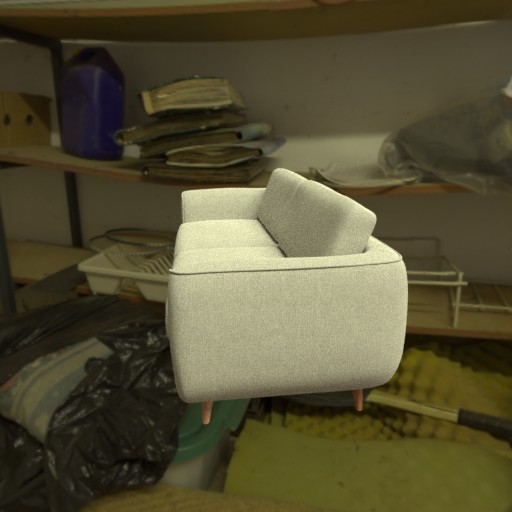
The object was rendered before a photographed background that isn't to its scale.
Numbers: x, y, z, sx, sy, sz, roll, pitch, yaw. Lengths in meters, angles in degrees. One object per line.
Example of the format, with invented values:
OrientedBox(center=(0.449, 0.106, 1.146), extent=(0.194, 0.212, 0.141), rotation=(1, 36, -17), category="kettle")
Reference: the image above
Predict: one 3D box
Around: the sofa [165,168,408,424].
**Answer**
OrientedBox(center=(0.000, 0.000, 2.457), extent=(0.920, 0.850, 2.000), rotation=(-2, 16, -8), category="sofa")
